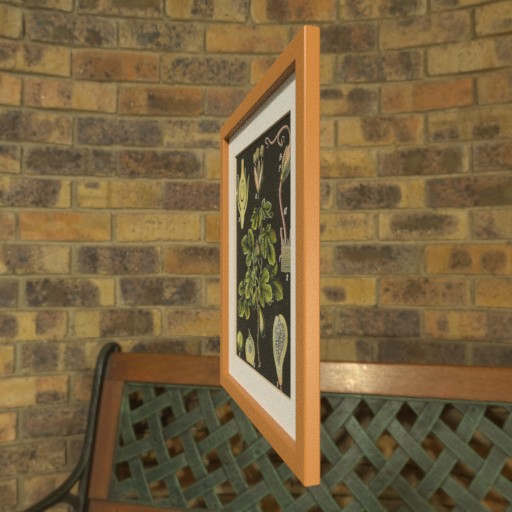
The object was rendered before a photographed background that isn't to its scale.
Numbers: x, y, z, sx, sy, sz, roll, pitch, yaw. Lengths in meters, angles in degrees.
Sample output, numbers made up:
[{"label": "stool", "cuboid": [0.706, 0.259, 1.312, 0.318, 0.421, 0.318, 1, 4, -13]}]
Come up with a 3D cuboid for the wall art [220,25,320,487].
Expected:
[{"label": "wall art", "cuboid": [0.000, 0.000, 0.512, 0.015, 0.379, 0.310, 0, 0, -17]}]
